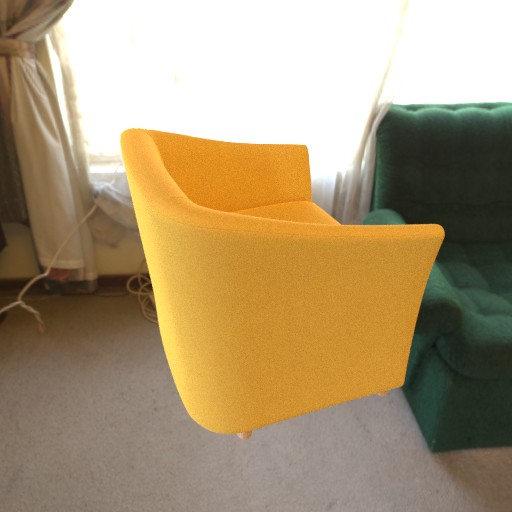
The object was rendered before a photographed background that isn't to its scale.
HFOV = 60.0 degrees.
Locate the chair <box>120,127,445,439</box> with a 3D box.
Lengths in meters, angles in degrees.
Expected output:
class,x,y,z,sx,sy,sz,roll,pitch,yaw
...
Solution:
class,x,y,z,sx,sy,sz,roll,pitch,yaw
chair,0.000,0.000,1.379,0.700,0.720,0.790,-10,31,-17
